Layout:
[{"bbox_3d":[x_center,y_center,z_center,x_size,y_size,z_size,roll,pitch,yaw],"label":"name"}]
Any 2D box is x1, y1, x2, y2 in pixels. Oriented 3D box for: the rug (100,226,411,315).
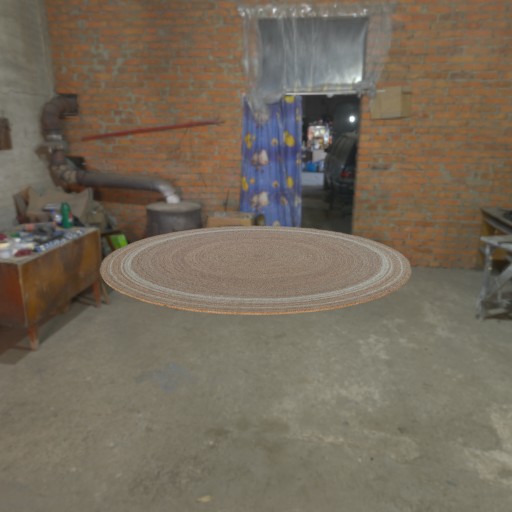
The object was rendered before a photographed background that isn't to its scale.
[{"bbox_3d":[0.000,0.000,3.672,2.444,0.015,2.444,0,15,0],"label":"rug"}]
